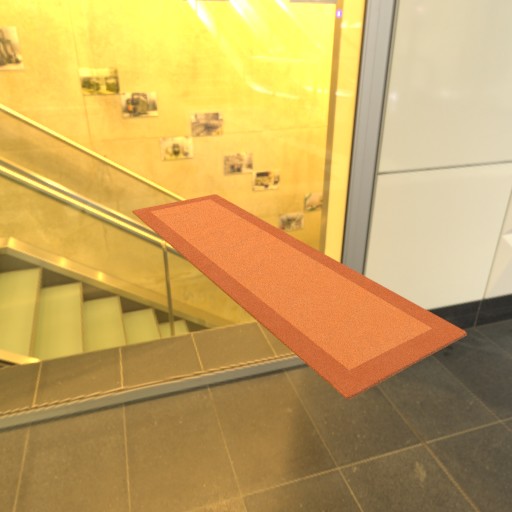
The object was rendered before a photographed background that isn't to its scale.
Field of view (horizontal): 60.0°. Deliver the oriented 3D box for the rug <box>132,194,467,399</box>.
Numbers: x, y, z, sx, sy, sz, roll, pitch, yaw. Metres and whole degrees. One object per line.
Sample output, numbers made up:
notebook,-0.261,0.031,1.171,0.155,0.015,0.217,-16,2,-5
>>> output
rug,0.000,0.000,2.772,0.914,0.013,2.471,-18,32,-33
